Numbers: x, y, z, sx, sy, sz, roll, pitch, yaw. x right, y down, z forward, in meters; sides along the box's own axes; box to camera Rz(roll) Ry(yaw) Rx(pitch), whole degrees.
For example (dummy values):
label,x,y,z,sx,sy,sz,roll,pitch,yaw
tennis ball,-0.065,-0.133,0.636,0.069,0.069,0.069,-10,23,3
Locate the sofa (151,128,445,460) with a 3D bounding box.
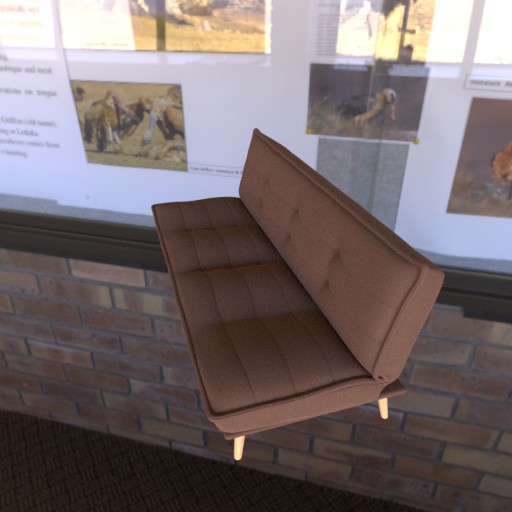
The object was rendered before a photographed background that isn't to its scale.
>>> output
label,x,y,z,sx,sy,sz,roll,pitch,yaw
sofa,0.000,0.000,2.416,0.950,0.890,1.940,-9,31,-15
